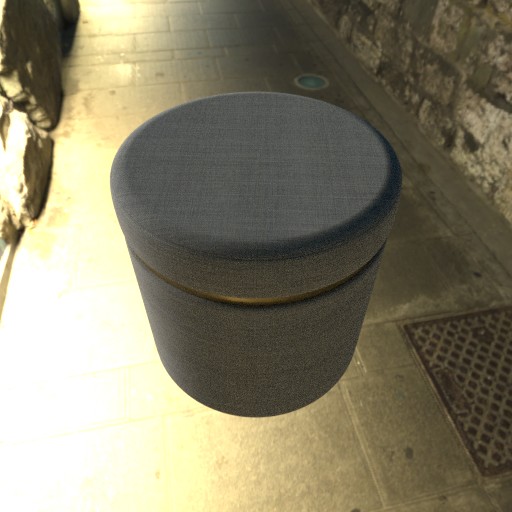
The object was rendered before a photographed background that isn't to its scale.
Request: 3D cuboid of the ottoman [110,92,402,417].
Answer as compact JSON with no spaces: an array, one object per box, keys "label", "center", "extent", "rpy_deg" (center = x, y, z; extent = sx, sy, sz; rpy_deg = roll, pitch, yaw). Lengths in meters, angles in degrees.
[{"label":"ottoman","center":[0.000,0.000,0.750],"extent":[0.400,0.406,0.400],"rpy_deg":[0,46,0]}]
